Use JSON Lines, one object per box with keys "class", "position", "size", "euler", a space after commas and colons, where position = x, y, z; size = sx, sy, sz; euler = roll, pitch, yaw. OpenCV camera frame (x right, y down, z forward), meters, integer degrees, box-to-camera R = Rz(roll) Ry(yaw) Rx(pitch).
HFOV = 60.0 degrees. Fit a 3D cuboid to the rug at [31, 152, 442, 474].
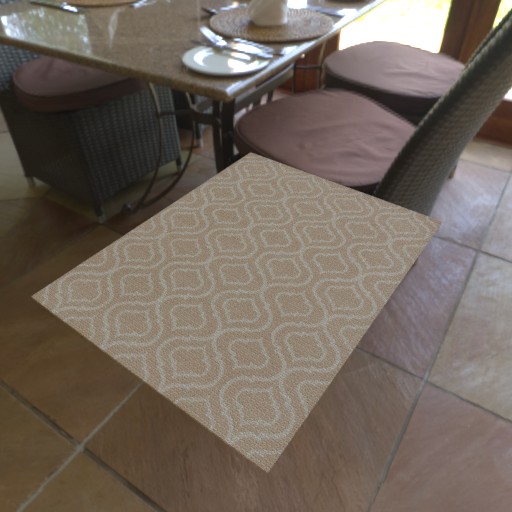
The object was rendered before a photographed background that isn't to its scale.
{"class": "rug", "position": [0.000, 0.000, 3.863], "size": [2.286, 0.013, 2.894], "euler": [26, 48, 26]}
